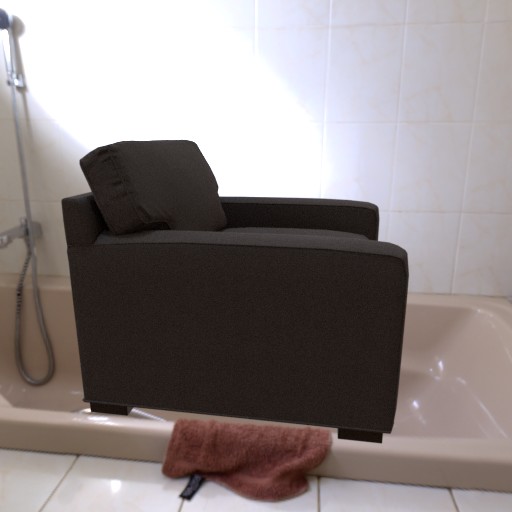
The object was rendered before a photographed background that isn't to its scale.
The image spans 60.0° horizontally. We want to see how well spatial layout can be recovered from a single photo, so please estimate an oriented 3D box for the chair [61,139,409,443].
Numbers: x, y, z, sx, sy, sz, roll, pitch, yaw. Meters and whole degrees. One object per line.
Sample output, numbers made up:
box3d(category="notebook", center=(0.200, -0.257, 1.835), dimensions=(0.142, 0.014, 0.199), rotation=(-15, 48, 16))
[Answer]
box3d(category="chair", center=(0.000, 0.000, 1.797), dimensions=(1.043, 0.913, 0.997), rotation=(2, 15, 9))
